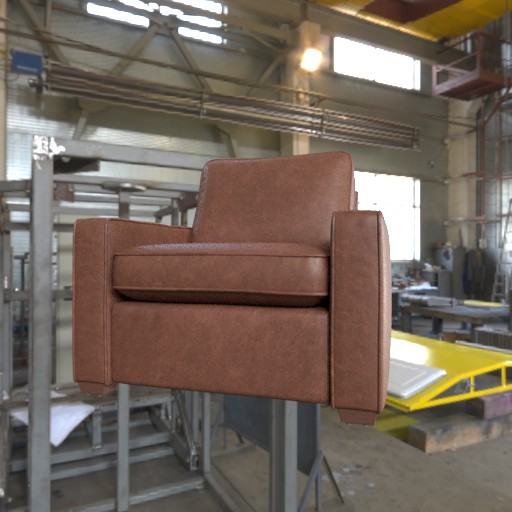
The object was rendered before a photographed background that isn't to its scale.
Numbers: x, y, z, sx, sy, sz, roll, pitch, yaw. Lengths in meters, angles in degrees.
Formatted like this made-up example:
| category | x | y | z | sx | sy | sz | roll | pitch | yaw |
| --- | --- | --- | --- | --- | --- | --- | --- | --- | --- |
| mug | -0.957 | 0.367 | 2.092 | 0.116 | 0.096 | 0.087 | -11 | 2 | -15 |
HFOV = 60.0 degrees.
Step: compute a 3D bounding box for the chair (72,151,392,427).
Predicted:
| category | x | y | z | sx | sy | sz | roll | pitch | yaw |
| --- | --- | --- | --- | --- | --- | --- | --- | --- | --- |
| chair | 0.000 | 0.000 | 1.742 | 1.017 | 0.919 | 0.940 | 0 | 0 | 18 |
